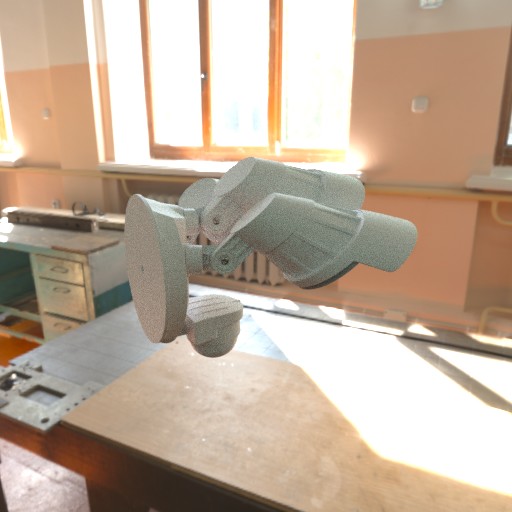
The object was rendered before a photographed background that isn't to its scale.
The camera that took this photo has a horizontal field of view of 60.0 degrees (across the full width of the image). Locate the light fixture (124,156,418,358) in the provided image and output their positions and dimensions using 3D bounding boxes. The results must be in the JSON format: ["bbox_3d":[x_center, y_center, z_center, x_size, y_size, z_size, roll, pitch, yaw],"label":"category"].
[{"bbox_3d":[0.000,0.000,0.542,0.278,0.237,0.369,-8,18,-28],"label":"light fixture"}]
